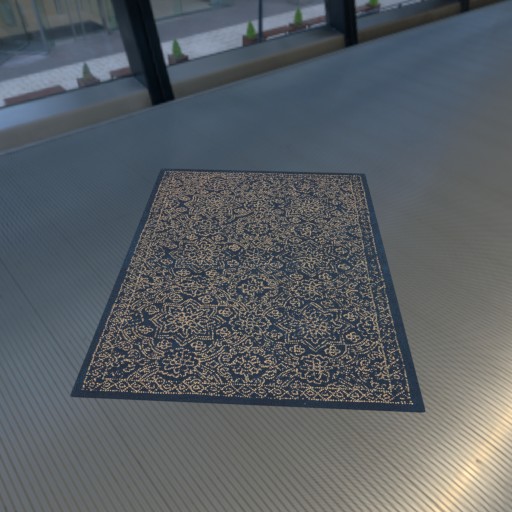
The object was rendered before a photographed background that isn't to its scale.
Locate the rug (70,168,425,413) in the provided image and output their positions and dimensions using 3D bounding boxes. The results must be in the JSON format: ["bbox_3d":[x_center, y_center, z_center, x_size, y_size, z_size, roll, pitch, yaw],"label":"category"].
[{"bbox_3d":[0.000,0.000,4.158,2.438,0.010,3.048,2,42,2],"label":"rug"}]
